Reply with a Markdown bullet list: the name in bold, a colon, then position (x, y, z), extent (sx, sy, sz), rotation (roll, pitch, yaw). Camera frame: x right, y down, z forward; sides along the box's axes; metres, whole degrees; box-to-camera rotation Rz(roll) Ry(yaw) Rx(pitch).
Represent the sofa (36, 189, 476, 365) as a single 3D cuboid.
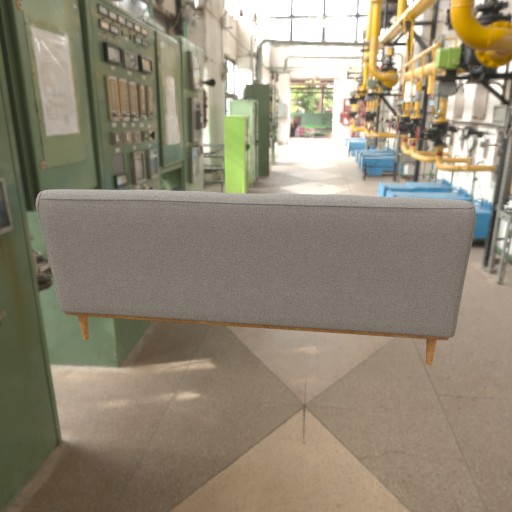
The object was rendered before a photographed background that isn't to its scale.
- **sofa**: position (0.000, 0.000, 2.530), extent (2.057, 0.871, 0.978), rotation (3, 18, 8)
